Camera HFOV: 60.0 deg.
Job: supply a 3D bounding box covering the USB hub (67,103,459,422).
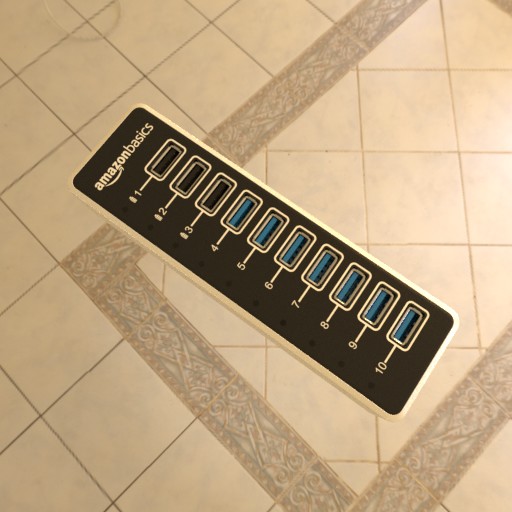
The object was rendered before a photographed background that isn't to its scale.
[{"bbox_3d":[0.000,0.000,0.168,0.145,0.023,0.044,35,79,8],"label":"USB hub"}]
